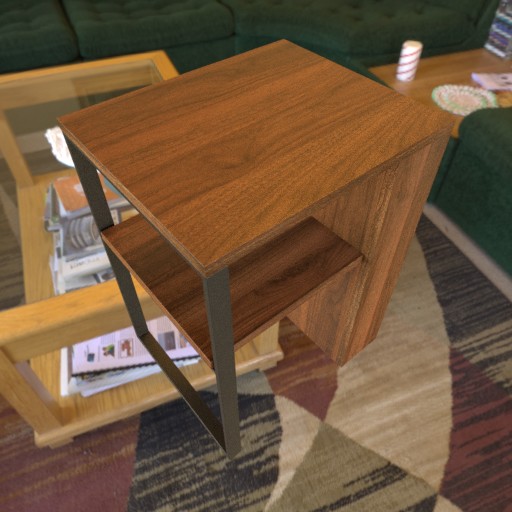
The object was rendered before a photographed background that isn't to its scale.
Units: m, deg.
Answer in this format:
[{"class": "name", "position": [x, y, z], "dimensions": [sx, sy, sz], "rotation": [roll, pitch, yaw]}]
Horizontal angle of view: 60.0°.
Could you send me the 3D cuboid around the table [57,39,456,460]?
[{"class": "table", "position": [0.000, 0.000, 1.519], "dimensions": [0.786, 1.041, 0.660], "rotation": [-31, 55, -26]}]
